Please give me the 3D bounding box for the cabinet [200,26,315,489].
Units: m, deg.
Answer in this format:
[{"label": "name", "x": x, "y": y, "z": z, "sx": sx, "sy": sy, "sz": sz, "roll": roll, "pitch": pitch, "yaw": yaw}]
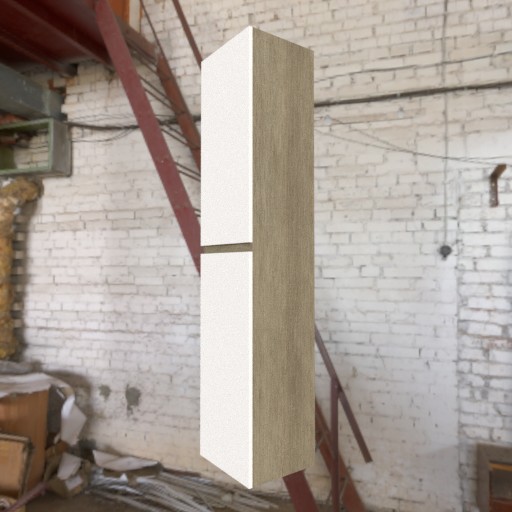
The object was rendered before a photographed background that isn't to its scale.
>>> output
[{"label": "cabinet", "x": 0.000, "y": 0.000, "z": 1.539, "sx": 0.270, "sy": 1.400, "sz": 0.300, "roll": 1, "pitch": -2, "yaw": -36}]
